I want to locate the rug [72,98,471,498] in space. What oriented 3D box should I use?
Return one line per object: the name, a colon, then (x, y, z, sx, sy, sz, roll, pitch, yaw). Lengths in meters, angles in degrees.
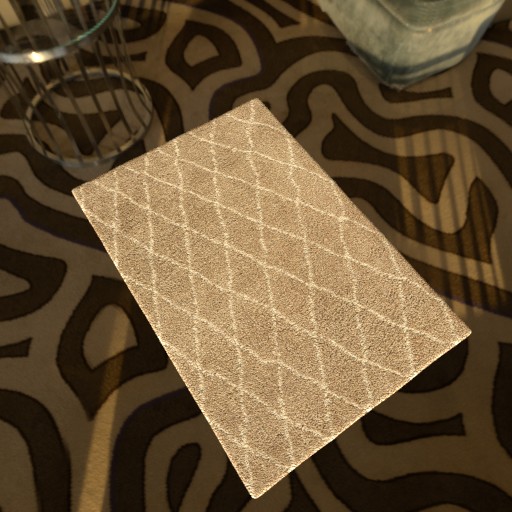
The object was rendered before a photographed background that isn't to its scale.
rug: (0.000, 0.000, 2.229, 1.219, 0.030, 1.778, -31, 68, -14)
